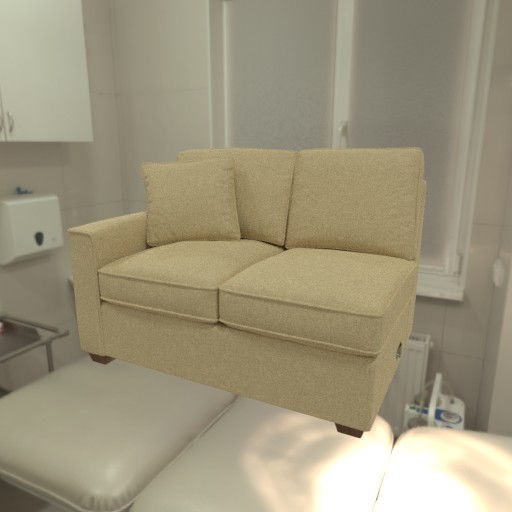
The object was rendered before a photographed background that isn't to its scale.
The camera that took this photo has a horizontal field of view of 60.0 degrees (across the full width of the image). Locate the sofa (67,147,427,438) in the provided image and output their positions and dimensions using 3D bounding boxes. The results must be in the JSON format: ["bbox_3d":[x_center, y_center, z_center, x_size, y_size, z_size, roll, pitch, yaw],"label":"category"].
[{"bbox_3d":[0.000,0.000,2.075,1.388,0.989,0.991,7,16,26],"label":"sofa"}]
